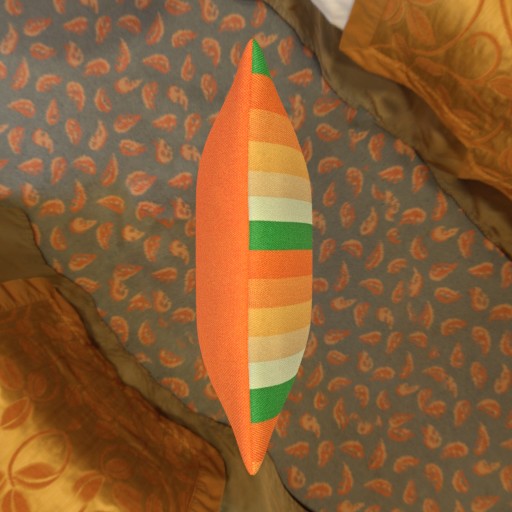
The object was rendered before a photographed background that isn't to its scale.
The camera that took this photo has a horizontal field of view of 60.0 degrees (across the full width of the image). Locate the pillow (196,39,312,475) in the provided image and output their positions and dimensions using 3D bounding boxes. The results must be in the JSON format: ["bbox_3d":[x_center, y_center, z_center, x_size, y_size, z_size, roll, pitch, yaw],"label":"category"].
[{"bbox_3d":[0.000,0.000,0.678,0.169,0.444,0.453,0,91,1],"label":"pillow"}]
